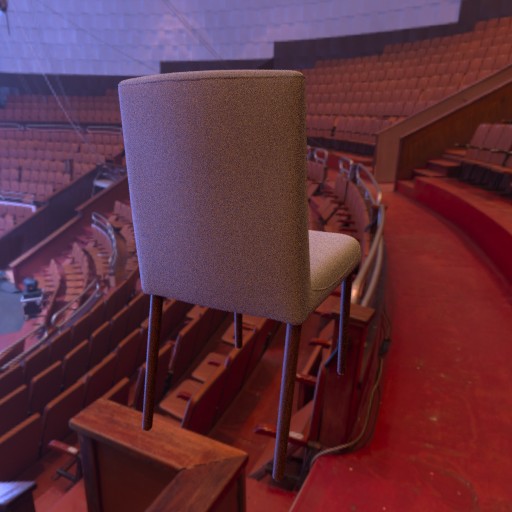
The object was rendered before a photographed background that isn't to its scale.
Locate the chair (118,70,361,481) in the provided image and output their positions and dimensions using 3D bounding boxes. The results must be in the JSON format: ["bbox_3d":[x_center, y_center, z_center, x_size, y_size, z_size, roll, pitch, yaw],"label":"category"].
[{"bbox_3d":[0.000,0.000,1.178,0.456,0.859,0.570,8,18,26],"label":"chair"}]
